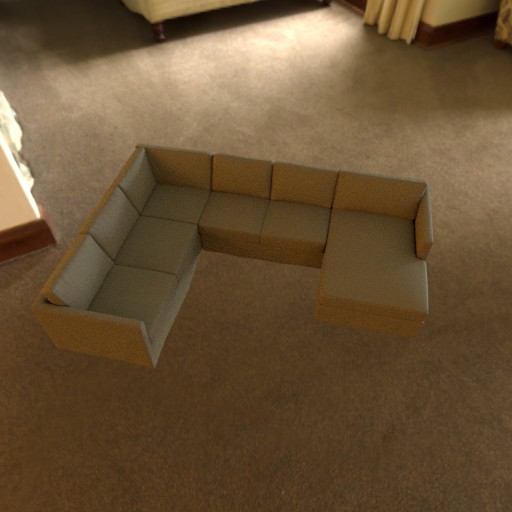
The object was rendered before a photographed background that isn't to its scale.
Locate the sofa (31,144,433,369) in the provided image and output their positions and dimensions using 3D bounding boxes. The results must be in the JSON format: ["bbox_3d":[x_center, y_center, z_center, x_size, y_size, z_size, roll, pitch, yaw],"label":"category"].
[{"bbox_3d":[0.000,0.000,4.528,3.460,0.882,2.427,9,49,8],"label":"sofa"}]
